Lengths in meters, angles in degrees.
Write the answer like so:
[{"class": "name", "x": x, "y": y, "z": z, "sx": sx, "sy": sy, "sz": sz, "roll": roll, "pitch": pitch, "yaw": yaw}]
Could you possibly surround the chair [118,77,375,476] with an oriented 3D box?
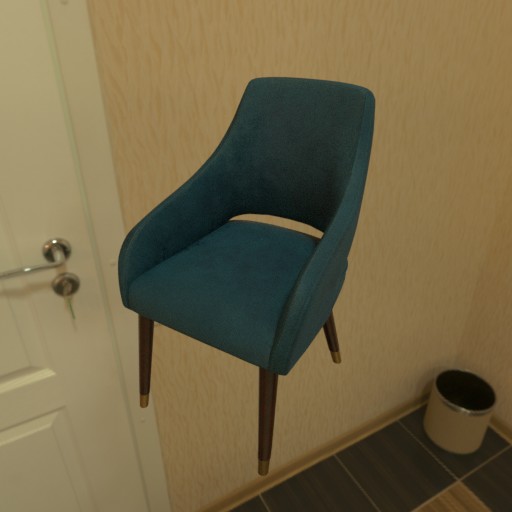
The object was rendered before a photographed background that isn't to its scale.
[{"class": "chair", "x": 0.000, "y": 0.000, "z": 1.566, "sx": 0.683, "sy": 1.081, "sz": 0.794, "roll": 17, "pitch": 34, "yaw": 27}]
